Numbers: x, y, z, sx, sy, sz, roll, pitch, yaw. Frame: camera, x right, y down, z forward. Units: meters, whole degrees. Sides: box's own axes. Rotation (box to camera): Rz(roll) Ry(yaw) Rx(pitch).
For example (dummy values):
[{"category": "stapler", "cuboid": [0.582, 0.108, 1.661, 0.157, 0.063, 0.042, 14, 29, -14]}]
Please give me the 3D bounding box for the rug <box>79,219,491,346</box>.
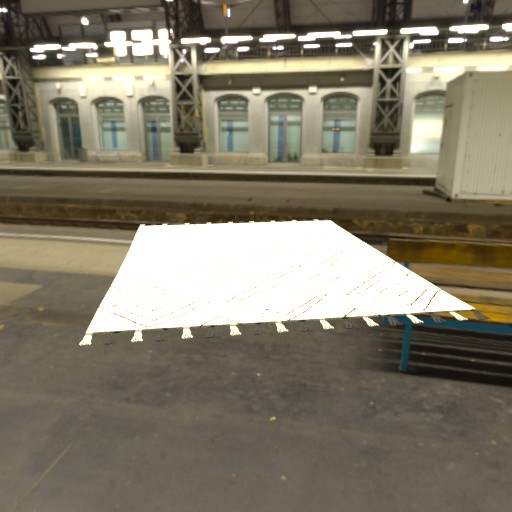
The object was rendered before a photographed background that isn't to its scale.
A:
[{"category": "rug", "cuboid": [0.000, 0.000, 3.994, 2.342, 0.026, 3.221, -2, 16, -8]}]
